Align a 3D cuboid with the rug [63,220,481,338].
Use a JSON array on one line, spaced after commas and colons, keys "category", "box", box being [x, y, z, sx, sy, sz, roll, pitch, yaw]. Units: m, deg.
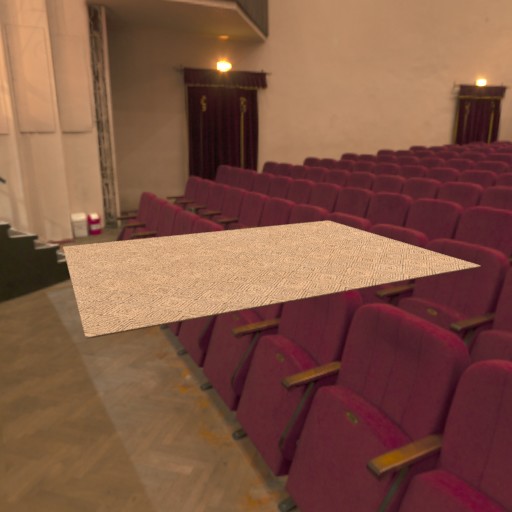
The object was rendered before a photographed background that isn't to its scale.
[{"category": "rug", "box": [0.000, 0.000, 2.887, 2.238, 0.008, 1.593, -7, 17, -25]}]
